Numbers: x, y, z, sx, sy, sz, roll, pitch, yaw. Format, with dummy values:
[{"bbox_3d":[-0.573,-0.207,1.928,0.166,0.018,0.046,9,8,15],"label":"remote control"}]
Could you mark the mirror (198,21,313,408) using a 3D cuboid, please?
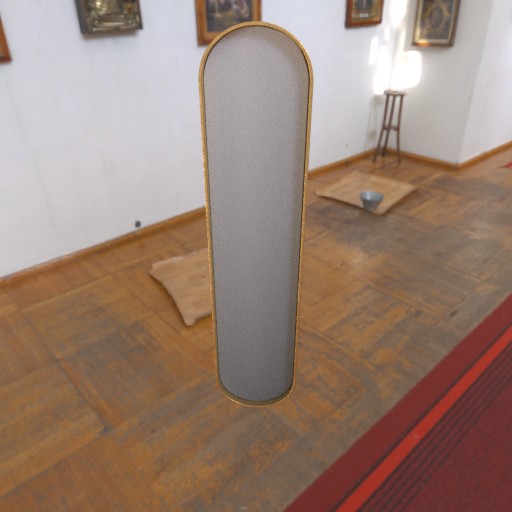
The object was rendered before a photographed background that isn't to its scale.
[{"bbox_3d":[0.000,0.000,1.058,0.222,0.991,0.032,1,29,2],"label":"mirror"}]
